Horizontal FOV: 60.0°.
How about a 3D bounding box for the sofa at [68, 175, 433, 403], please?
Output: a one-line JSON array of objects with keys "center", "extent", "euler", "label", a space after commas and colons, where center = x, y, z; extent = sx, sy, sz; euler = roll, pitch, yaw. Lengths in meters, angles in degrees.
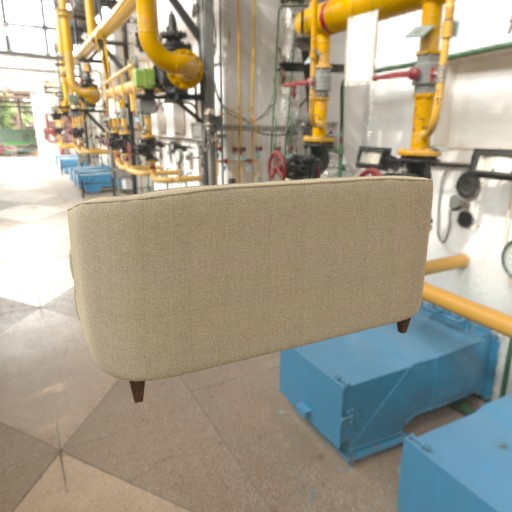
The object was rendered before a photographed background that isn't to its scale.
[{"center": [0.000, 0.000, 2.282], "extent": [1.733, 0.855, 0.941], "euler": [-8, 17, -26], "label": "sofa"}]
